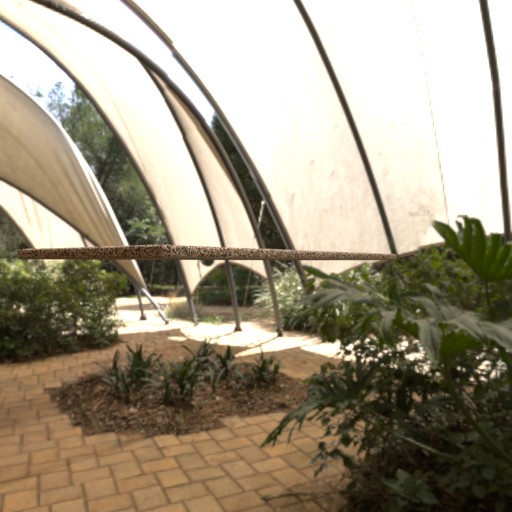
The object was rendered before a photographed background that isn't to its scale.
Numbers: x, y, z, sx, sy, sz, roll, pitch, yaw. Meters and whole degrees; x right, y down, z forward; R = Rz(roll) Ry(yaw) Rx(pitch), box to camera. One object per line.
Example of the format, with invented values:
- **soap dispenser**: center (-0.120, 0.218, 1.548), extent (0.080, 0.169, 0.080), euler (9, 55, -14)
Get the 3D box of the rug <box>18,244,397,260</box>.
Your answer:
- **rug**: center (0.000, 0.000, 1.715), extent (0.609, 0.030, 1.524), euler (0, -1, 36)
